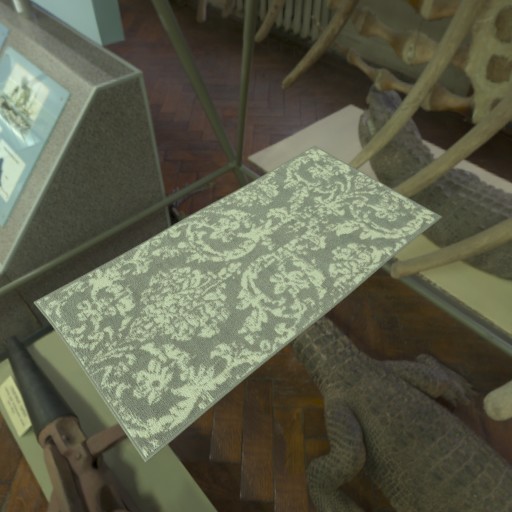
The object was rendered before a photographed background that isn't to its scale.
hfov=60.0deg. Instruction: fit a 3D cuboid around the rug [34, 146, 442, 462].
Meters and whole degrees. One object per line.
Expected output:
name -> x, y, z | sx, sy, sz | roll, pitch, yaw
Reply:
rug -> 0.000, 0.000, 1.425 | 1.219, 0.007, 0.604 | -34, 55, -27
